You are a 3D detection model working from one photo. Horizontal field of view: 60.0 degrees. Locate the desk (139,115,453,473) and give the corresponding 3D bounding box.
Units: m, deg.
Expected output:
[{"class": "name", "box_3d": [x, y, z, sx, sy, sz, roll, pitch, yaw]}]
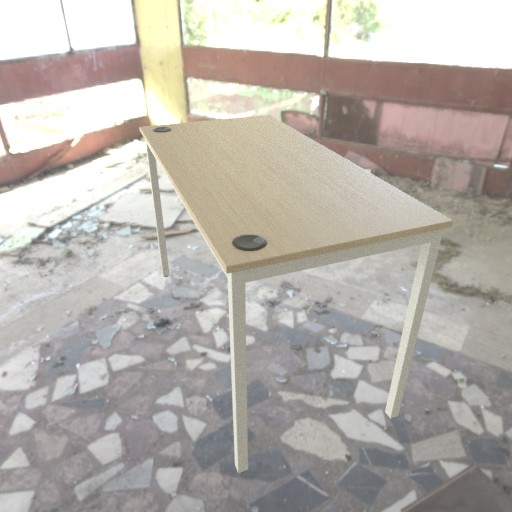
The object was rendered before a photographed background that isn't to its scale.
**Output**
[{"class": "desk", "box_3d": [0.000, 0.000, 1.693, 0.600, 0.750, 1.200, -11, 33, -18]}]
